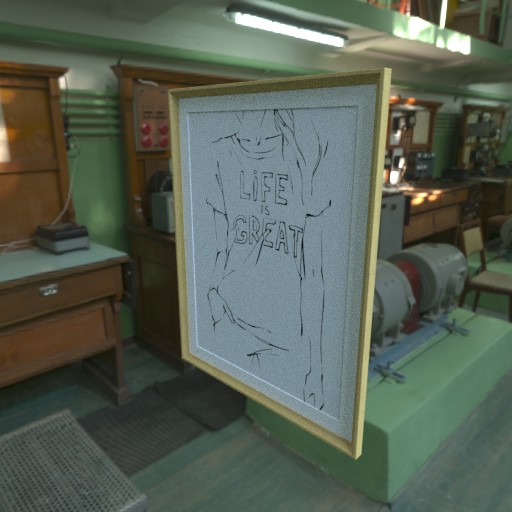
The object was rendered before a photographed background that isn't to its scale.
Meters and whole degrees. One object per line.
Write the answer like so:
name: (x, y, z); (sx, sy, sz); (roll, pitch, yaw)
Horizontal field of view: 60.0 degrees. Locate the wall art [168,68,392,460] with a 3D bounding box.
wall art: (0.000, 0.000, 1.361); (0.798, 1.002, 0.030); (15, 22, 42)
